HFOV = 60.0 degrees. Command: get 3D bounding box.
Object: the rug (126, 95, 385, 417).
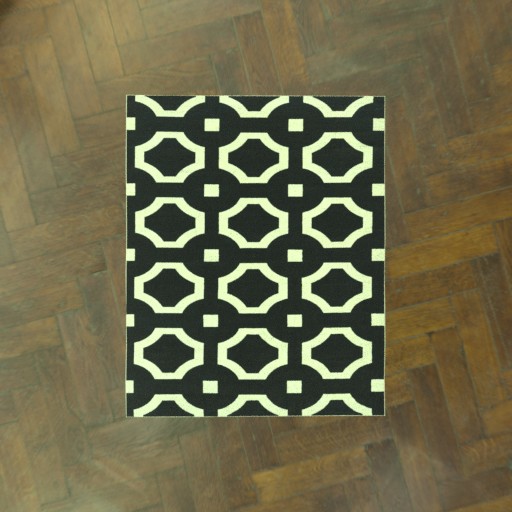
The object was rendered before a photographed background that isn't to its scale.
[{"bbox_3d":[0.000,0.000,4.208,2.466,0.021,3.049,0,90,-1],"label":"rug"}]
